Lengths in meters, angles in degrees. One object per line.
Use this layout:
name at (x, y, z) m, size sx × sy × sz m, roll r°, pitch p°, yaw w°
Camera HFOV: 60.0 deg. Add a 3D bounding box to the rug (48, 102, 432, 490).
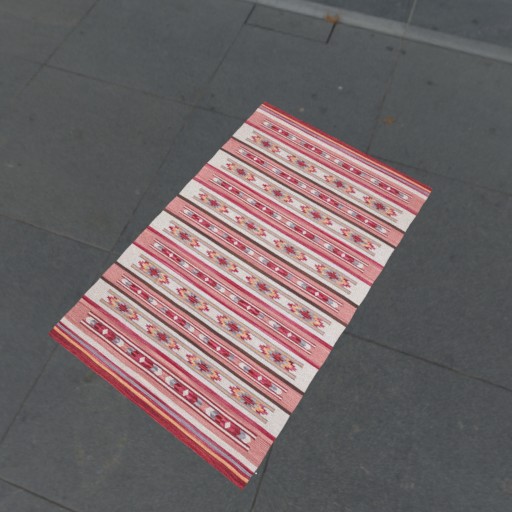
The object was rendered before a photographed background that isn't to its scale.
rug at (0.000, 0.000, 3.066) m, size 1.535 × 0.010 × 2.431 m, roll 32°, pitch 68°, yaw 15°
